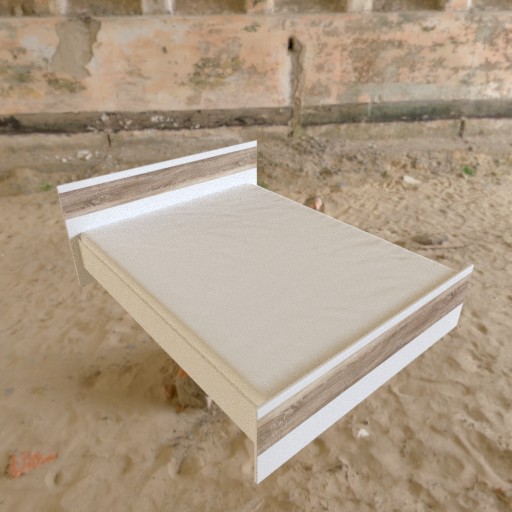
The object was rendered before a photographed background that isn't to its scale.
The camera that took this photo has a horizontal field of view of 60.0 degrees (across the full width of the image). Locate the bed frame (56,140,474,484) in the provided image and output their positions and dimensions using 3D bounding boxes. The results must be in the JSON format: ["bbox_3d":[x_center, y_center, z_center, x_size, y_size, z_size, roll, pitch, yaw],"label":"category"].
[{"bbox_3d":[0.000,0.000,2.926,1.720,0.800,2.060,-23,37,-34],"label":"bed frame"}]
